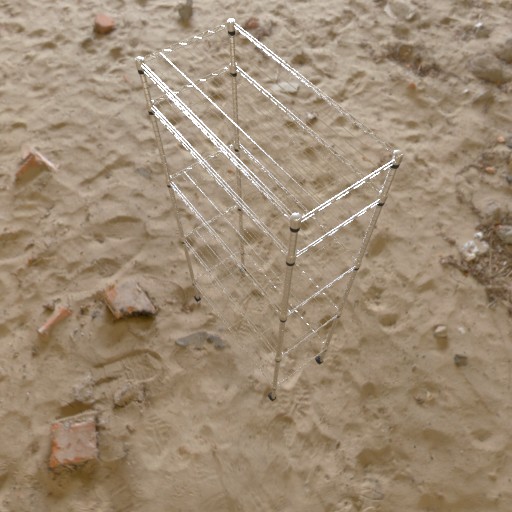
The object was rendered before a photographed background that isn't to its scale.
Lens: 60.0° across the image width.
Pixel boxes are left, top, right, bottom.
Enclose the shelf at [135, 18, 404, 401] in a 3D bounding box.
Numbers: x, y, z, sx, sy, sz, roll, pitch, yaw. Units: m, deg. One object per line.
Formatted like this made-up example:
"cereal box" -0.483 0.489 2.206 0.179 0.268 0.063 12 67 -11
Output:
"shelf" 0.000 0.000 1.865 0.356 1.587 0.762 -32 63 -19
